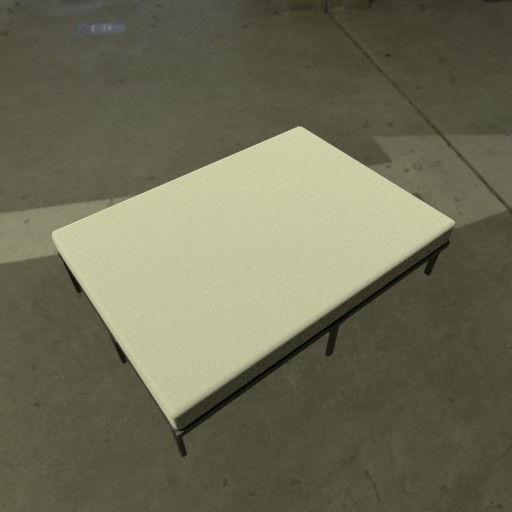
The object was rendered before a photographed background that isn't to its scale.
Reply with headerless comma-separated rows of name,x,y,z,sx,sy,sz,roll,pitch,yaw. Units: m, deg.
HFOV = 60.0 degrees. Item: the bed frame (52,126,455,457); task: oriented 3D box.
bed frame,0.000,0.000,3.727,2.842,0.680,2.205,-23,51,-21
